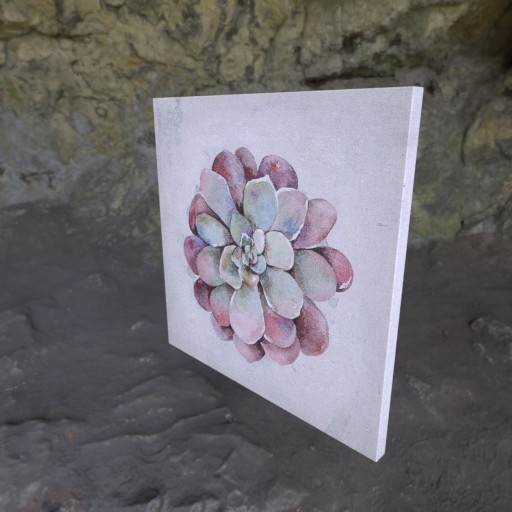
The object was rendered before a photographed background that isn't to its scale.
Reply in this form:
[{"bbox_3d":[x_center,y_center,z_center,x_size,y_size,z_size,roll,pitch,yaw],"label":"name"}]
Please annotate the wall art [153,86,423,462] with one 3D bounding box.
[{"bbox_3d":[0.000,0.000,1.110,0.762,0.762,0.041,16,24,41],"label":"wall art"}]
